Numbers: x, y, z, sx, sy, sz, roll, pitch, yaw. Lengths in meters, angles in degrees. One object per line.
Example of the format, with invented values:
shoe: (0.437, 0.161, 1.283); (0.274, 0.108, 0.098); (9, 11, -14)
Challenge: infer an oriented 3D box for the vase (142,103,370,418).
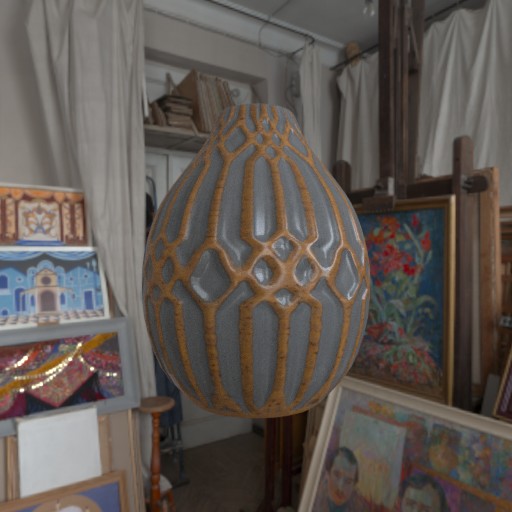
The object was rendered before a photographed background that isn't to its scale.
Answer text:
vase: (0.000, 0.000, 0.138); (0.069, 0.088, 0.069); (0, 0, 0)
